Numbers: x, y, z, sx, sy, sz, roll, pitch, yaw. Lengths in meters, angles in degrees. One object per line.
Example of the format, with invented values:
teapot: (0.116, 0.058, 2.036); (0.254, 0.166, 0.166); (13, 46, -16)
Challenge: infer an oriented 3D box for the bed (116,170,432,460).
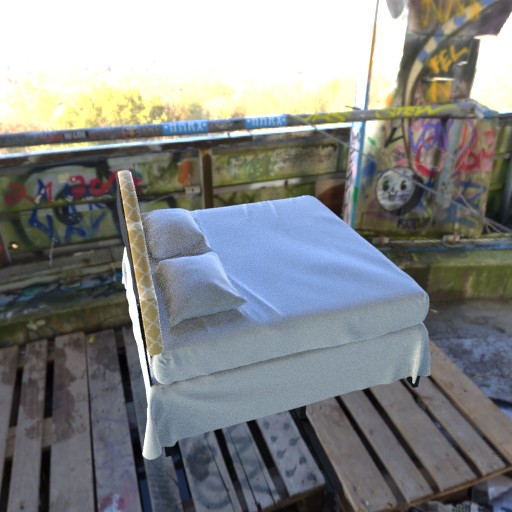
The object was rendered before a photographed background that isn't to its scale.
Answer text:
bed: (0.000, 0.000, 3.665); (2.222, 1.601, 2.314); (-9, 31, -16)
